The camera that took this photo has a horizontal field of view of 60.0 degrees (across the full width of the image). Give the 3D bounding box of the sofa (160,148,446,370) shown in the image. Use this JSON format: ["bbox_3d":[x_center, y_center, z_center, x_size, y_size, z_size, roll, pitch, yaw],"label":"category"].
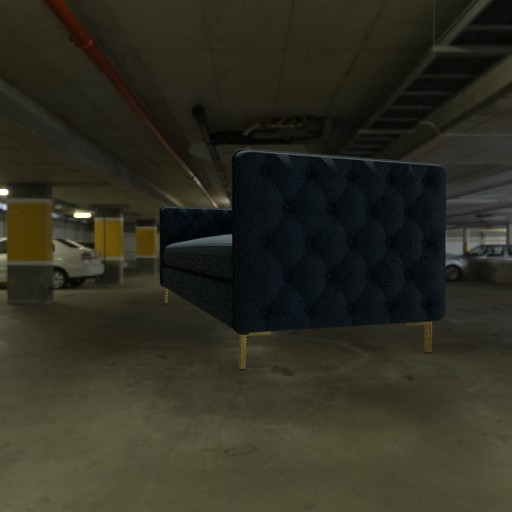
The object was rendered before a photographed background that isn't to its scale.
[{"bbox_3d":[0.000,0.000,2.646,0.895,0.771,2.209,0,1,-19],"label":"sofa"}]
